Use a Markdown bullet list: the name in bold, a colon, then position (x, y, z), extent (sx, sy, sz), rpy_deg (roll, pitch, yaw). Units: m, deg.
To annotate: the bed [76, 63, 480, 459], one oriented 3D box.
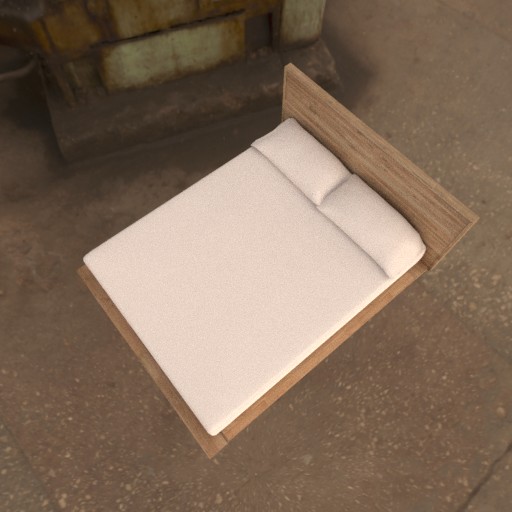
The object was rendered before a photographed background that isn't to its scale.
- **bed**: position (0.000, 0.000, 3.213), extent (2.145, 1.071, 1.759), rpy_deg (-37, 69, -16)
